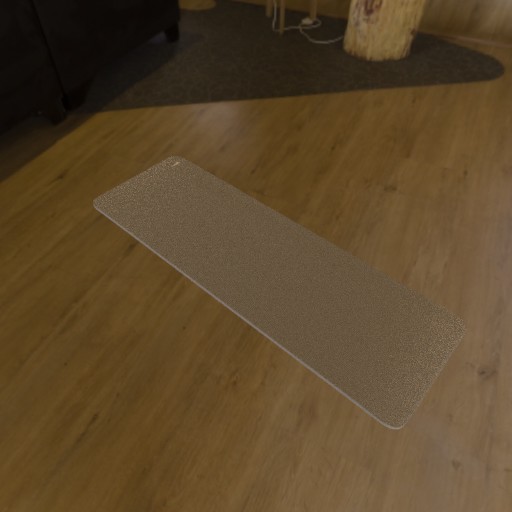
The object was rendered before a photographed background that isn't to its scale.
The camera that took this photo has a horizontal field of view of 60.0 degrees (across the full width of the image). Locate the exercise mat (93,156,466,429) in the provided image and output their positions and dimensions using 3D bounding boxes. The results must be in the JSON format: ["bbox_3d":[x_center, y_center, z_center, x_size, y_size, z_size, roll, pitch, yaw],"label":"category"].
[{"bbox_3d":[0.000,0.000,2.133,1.884,0.021,0.616,33,55,27],"label":"exercise mat"}]
